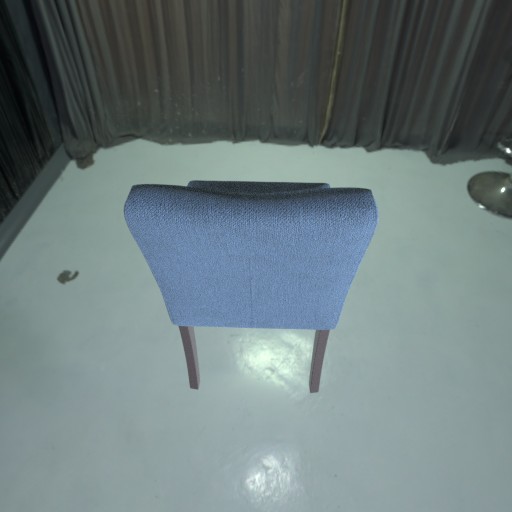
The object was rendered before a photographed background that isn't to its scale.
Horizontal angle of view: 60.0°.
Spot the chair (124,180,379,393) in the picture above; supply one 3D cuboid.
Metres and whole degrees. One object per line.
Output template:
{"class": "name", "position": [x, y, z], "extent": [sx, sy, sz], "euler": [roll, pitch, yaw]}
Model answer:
{"class": "chair", "position": [0.000, 0.000, 1.258], "extent": [0.487, 0.882, 0.629], "euler": [1, 47, 1]}
